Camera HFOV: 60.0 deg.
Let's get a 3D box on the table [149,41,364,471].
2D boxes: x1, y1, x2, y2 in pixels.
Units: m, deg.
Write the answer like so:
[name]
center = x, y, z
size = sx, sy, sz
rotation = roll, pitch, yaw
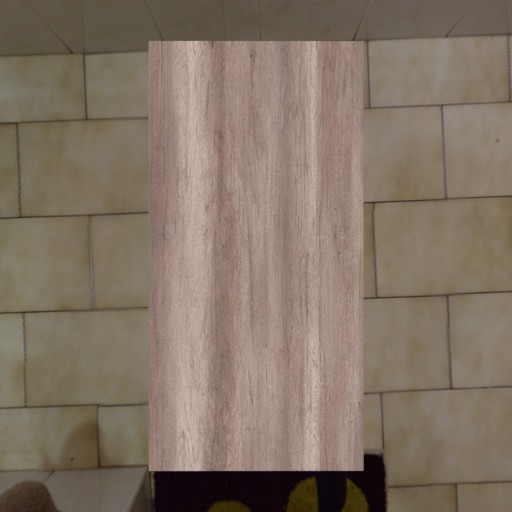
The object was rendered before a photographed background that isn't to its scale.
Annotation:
[table]
center = 0.000, 0.000, 2.251
size = 0.900, 0.790, 1.800
rotation = 0, 90, 0
